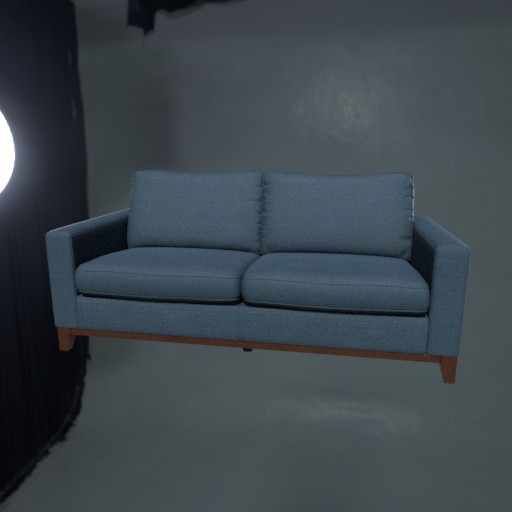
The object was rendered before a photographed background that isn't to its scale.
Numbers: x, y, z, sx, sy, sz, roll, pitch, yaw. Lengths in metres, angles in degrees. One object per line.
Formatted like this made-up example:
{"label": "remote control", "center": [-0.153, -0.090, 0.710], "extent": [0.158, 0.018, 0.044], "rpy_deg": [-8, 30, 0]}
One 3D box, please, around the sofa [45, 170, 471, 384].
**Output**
{"label": "sofa", "center": [0.000, 0.000, 2.351], "extent": [1.900, 0.865, 0.877], "rpy_deg": [2, 14, 10]}
